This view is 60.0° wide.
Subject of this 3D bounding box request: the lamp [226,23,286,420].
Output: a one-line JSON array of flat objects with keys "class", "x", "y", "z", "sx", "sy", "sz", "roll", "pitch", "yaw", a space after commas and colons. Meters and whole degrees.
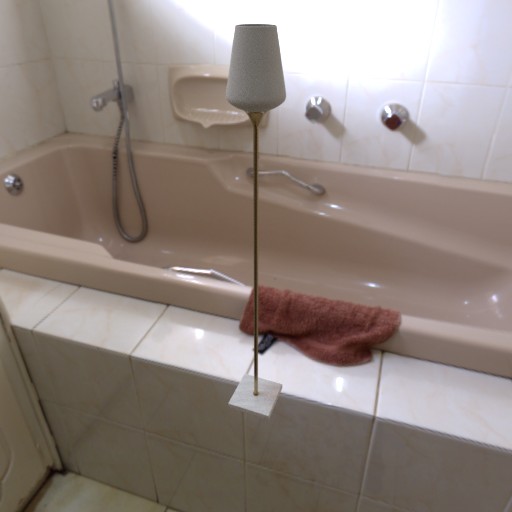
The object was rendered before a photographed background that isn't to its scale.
[{"class": "lamp", "x": 0.000, "y": 0.000, "z": 1.959, "sx": 0.229, "sy": 1.813, "sz": 0.232, "roll": 11, "pitch": 33, "yaw": 18}]
